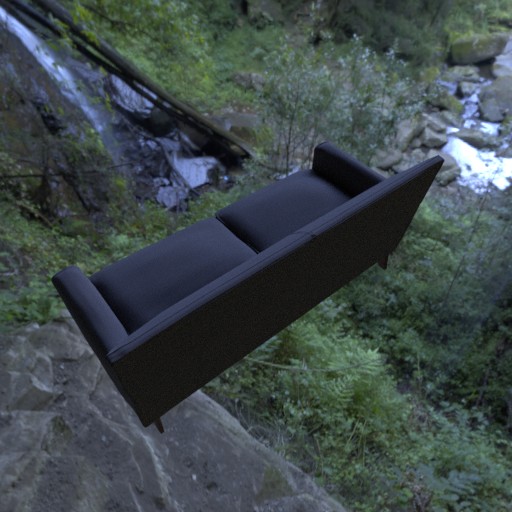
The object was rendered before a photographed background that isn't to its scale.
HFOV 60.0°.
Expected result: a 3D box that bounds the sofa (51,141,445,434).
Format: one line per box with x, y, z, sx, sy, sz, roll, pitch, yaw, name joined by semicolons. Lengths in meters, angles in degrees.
0.000;0.000;2.509;2.002;0.907;0.843;-31;53;-26;sofa
